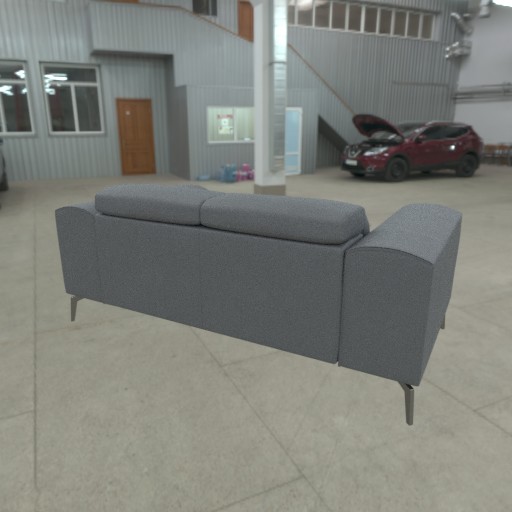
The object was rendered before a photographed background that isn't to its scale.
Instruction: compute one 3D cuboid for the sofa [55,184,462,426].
[{"bbox_3d":[0.000,0.000,2.346,1.895,0.779,1.003,9,19,28],"label":"sofa"}]
